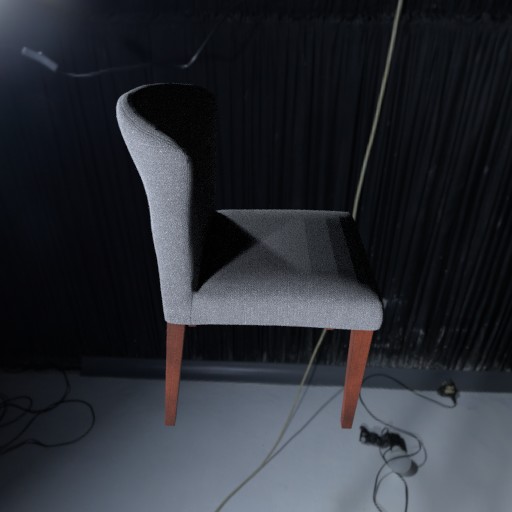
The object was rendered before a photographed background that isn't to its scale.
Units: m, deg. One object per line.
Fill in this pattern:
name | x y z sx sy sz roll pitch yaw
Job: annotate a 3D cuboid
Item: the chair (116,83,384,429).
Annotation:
chair | 0.000 0.000 1.183 0.589 0.839 0.491 1 32 1
